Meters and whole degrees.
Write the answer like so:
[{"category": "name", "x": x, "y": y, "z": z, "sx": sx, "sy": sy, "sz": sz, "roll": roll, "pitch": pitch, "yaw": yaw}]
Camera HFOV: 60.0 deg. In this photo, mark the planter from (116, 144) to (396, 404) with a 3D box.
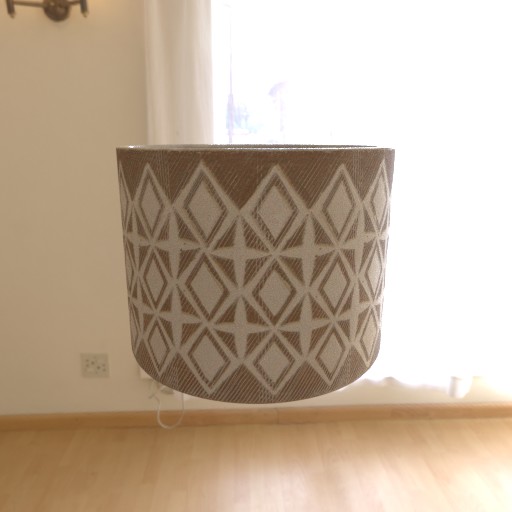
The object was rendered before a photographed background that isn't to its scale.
[{"category": "planter", "x": 0.000, "y": 0.000, "z": 0.340, "sx": 0.193, "sy": 0.165, "sz": 0.193, "roll": 0, "pitch": 15, "yaw": 0}]
